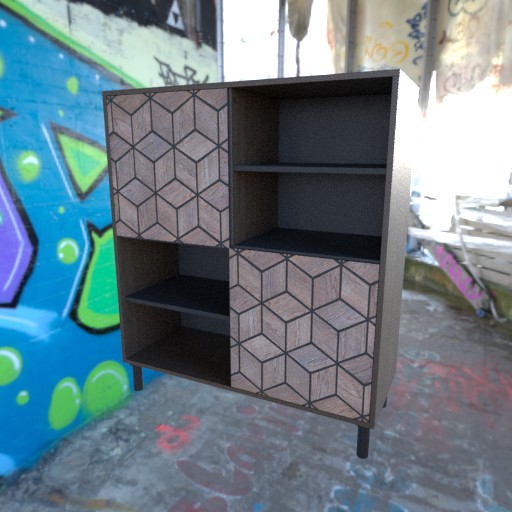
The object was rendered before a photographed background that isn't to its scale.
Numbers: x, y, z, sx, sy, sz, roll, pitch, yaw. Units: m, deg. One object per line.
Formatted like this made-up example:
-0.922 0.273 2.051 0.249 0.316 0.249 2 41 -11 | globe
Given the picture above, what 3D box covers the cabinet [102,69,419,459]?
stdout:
0.000 0.000 1.651 1.010 1.170 0.400 7 15 25 | cabinet
